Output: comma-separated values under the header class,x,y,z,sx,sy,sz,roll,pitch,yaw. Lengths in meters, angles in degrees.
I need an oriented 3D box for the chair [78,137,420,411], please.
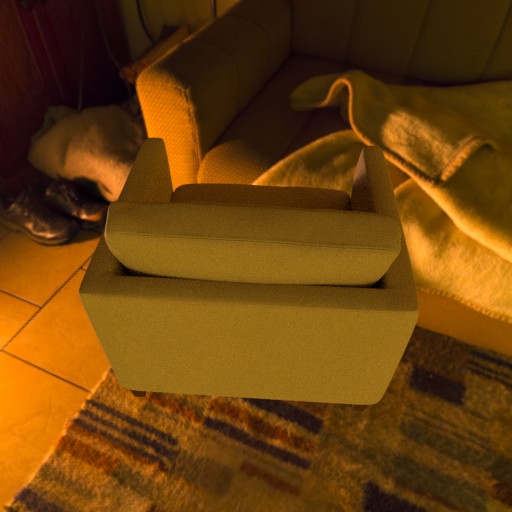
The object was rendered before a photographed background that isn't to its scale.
class,x,y,z,sx,sy,sz,roll,pitch,yaw
chair,0.000,0.000,1.887,1.107,0.961,0.959,3,47,3
